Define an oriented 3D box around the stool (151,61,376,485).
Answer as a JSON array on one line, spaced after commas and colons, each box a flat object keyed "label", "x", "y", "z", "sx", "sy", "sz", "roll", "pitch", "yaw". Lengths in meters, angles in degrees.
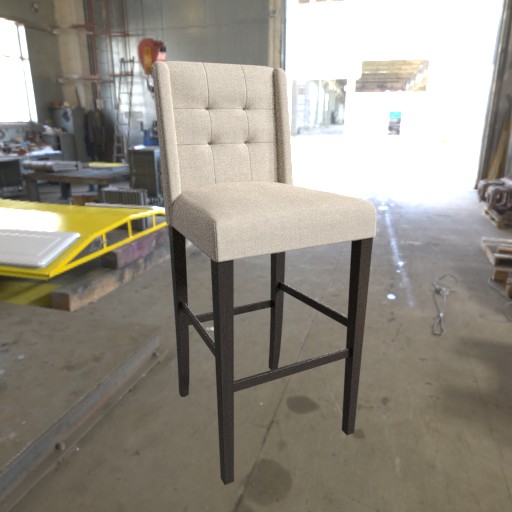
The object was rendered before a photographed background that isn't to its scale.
[{"label": "stool", "x": 0.000, "y": 0.000, "z": 1.340, "sx": 0.474, "sy": 1.116, "sz": 0.509, "roll": -9, "pitch": 20, "yaw": -27}]
